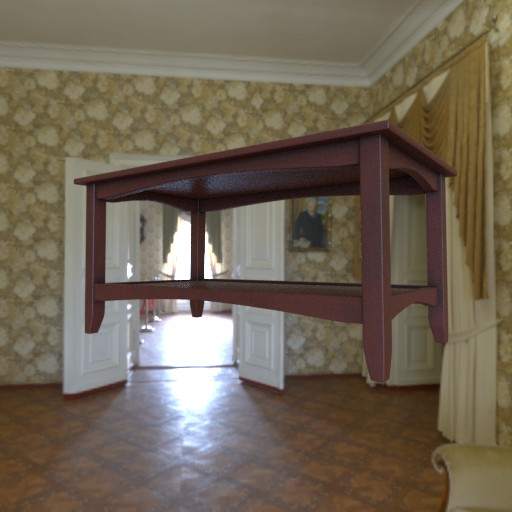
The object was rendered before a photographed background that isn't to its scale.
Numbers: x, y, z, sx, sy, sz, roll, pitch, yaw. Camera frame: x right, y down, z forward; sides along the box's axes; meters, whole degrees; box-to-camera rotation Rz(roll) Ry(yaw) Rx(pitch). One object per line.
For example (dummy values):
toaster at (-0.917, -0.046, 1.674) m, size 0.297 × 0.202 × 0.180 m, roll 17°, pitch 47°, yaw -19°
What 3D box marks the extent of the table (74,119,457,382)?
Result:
table at (0.000, 0.000, 1.242) m, size 0.943 × 0.456 × 0.533 m, roll 0°, pitch -1°, yaw 36°
